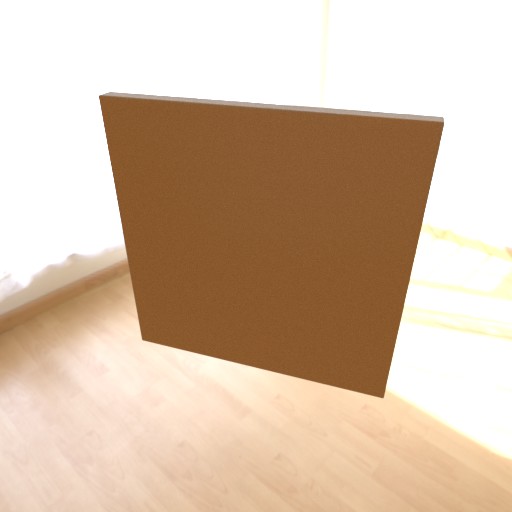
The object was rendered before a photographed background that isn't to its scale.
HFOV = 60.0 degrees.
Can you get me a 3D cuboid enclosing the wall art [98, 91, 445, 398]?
[{"bbox_3d":[0.000,0.000,1.946,1.287,1.288,0.078,10,33,15],"label":"wall art"}]
